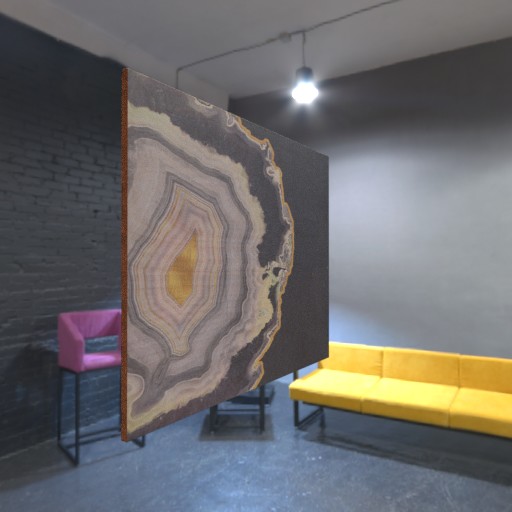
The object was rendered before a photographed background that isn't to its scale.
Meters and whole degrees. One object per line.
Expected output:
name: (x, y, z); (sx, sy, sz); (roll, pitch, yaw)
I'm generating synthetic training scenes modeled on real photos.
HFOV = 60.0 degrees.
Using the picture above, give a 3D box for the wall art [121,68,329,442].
wall art: (0.000, 0.000, 0.694); (0.010, 0.408, 0.508); (0, -1, 35)
